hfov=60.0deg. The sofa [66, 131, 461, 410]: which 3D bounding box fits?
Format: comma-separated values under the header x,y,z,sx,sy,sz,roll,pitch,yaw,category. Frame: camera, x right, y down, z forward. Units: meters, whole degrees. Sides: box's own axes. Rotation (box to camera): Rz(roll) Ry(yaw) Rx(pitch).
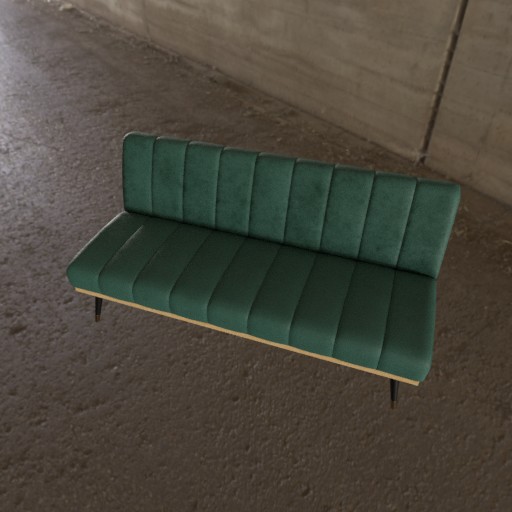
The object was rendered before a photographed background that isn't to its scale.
x,y,z,sx,sy,sz,roll,pitch,yaw,category
0.000,0.000,2.310,1.810,0.820,0.830,13,42,15,sofa
